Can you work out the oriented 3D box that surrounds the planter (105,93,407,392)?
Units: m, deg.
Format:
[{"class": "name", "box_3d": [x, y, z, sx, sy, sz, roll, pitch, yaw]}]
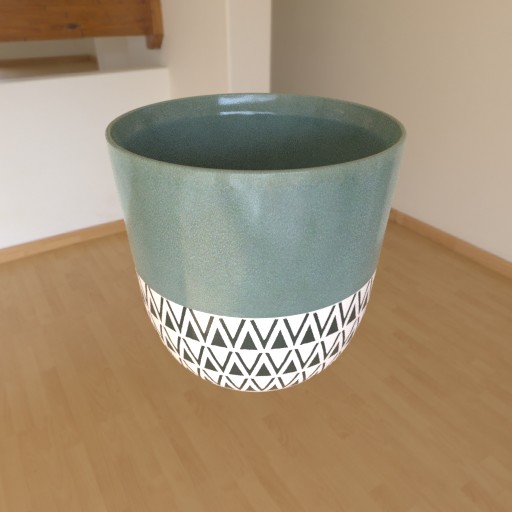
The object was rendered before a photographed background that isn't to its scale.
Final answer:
[{"class": "planter", "box_3d": [0.000, 0.000, 0.357, 0.198, 0.214, 0.198, 0, 31, 0]}]
